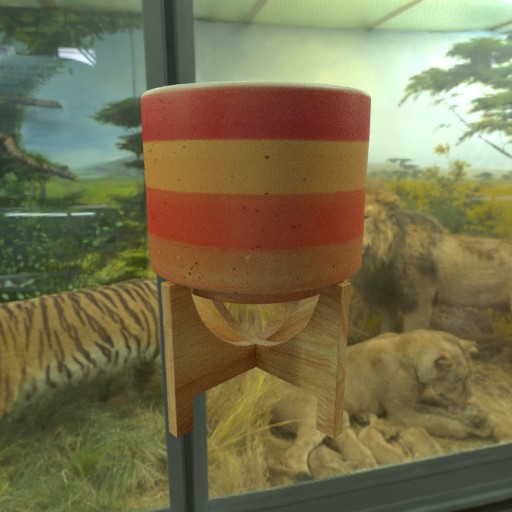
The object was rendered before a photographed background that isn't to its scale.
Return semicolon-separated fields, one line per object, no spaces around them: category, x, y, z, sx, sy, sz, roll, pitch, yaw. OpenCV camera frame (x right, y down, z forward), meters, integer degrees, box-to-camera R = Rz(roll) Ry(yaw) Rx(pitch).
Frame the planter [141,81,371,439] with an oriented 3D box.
planter;0.000;0.000;0.555;0.269;0.379;0.269;0;14;0
